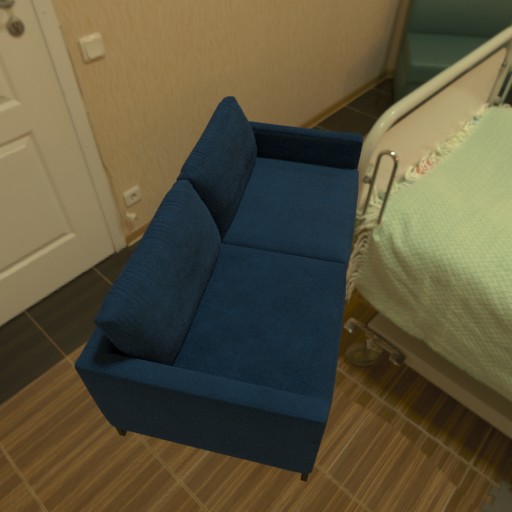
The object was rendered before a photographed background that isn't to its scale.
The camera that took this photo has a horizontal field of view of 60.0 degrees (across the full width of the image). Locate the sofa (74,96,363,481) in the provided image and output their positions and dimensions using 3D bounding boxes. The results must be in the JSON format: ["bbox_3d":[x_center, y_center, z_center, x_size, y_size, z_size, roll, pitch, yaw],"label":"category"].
[{"bbox_3d":[0.000,0.000,2.099,0.875,0.817,1.676,10,48,9],"label":"sofa"}]
